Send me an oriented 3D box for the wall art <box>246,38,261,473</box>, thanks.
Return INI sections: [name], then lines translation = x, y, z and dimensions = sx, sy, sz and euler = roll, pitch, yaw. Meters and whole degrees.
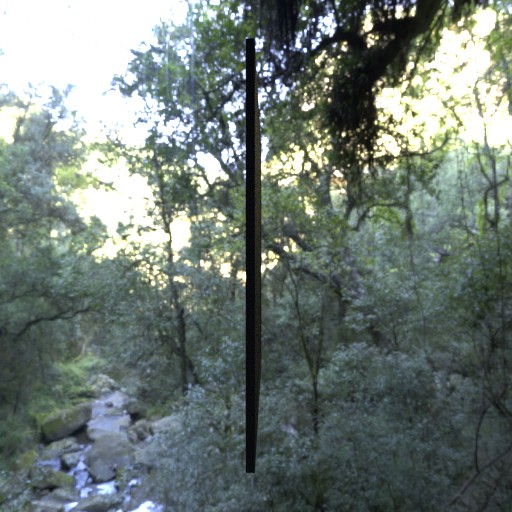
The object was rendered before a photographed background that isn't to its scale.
[wall art]
translation = 0.000, 0.000, 0.848
dimensions = 0.012, 0.558, 0.562
euler = 0, 0, 2
